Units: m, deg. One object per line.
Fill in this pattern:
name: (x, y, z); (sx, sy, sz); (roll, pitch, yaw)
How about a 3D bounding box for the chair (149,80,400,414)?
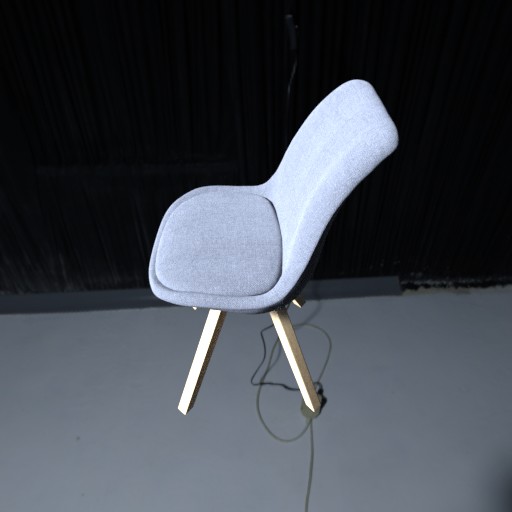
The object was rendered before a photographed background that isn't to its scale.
chair: (0.000, 0.000, 1.196); (0.550, 0.850, 0.485); (-1, 42, -1)
